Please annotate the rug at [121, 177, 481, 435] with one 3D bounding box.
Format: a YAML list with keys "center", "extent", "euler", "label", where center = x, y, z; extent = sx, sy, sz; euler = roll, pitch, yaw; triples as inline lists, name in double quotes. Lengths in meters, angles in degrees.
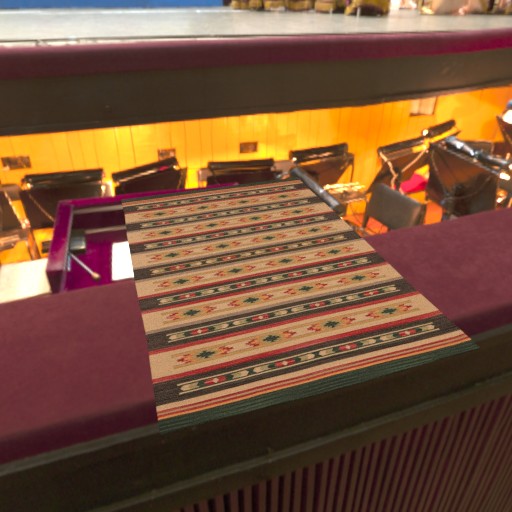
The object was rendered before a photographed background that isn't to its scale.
- center: [0.000, 0.000, 2.263]
  extent: [1.221, 0.009, 1.825]
  euler: [-10, 33, -15]
  label: "rug"
